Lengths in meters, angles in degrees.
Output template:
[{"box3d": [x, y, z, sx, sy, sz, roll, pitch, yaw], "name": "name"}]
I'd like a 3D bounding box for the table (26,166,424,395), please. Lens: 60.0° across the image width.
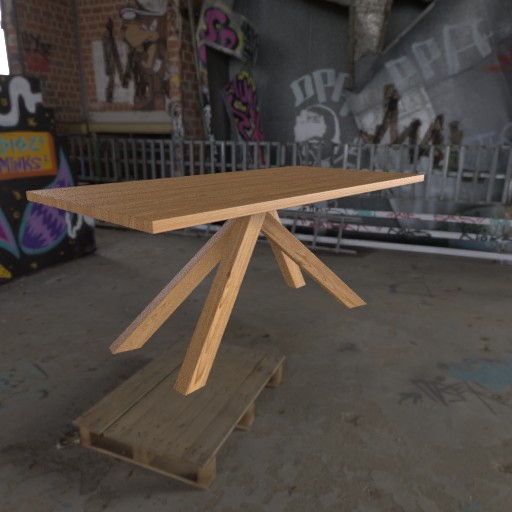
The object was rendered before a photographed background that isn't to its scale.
[{"box3d": [0.000, 0.000, 2.253, 0.901, 0.750, 1.797, 14, 21, 41], "name": "table"}]
